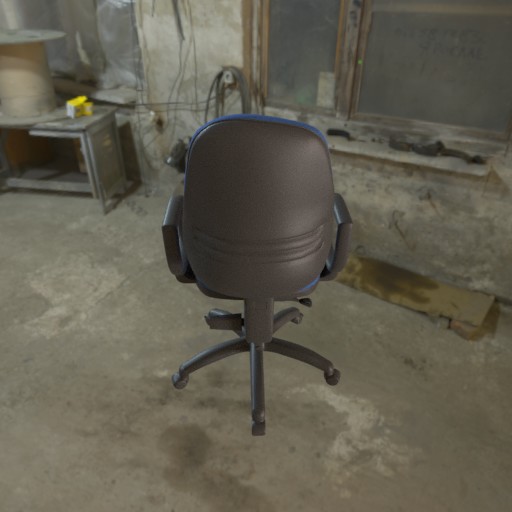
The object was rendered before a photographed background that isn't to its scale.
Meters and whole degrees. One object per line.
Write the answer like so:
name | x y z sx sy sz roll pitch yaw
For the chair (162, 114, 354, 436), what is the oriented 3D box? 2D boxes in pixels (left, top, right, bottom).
chair | 0.000 0.000 1.266 0.552 0.905 0.549 -1 32 -1
